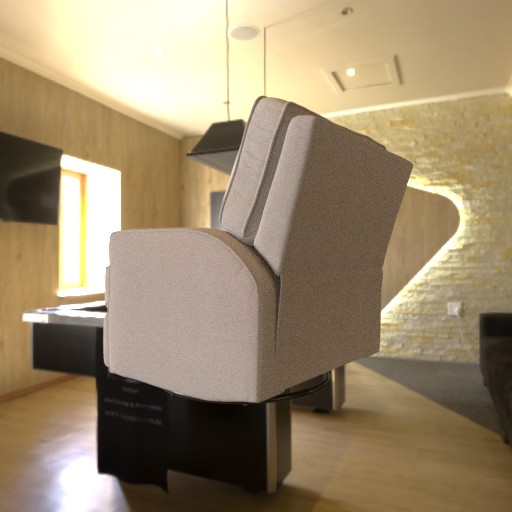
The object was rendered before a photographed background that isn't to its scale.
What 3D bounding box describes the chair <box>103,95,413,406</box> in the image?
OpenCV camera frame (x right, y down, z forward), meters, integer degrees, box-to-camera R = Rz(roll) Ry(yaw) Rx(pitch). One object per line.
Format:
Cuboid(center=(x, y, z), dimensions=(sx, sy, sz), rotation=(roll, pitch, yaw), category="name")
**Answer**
Cuboid(center=(0.000, 0.000, 1.718), dimensions=(0.969, 0.964, 0.861), rotation=(0, 0, 38), category="chair")
